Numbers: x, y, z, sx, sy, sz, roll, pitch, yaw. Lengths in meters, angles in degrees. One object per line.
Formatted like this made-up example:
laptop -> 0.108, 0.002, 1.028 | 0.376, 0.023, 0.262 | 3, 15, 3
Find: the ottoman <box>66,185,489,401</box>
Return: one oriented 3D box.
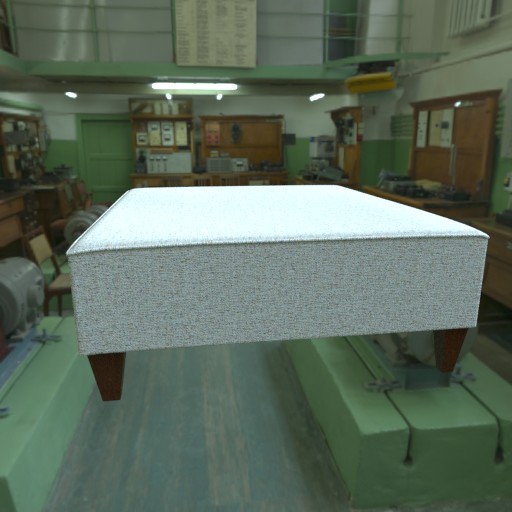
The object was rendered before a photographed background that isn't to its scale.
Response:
ottoman -> 0.000, 0.000, 1.180 | 0.736, 0.303, 0.835 | -2, 15, -8
